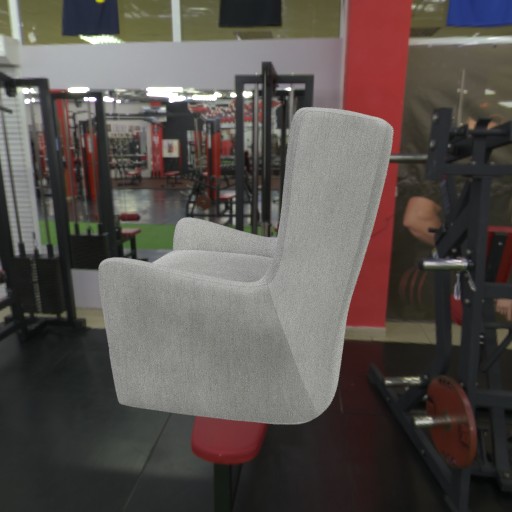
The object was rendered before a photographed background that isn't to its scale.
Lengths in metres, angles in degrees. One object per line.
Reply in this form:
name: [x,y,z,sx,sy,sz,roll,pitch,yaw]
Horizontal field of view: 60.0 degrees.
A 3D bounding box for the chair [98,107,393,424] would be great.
chair: [0.000,0.000,1.651,0.904,1.000,0.779,2,15,9]
